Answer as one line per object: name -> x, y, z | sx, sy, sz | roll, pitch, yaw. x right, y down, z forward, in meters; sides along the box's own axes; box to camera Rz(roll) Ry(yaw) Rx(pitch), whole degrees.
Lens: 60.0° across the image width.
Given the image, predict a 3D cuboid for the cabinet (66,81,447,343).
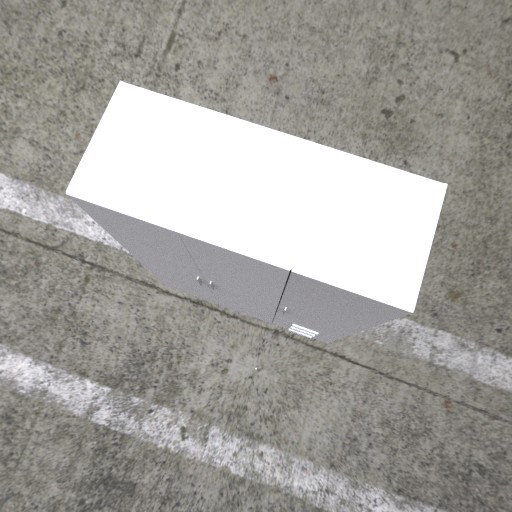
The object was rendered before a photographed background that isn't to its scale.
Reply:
cabinet -> 0.000, 0.000, 2.523 | 1.290, 1.910, 0.510 | 19, 77, 5
